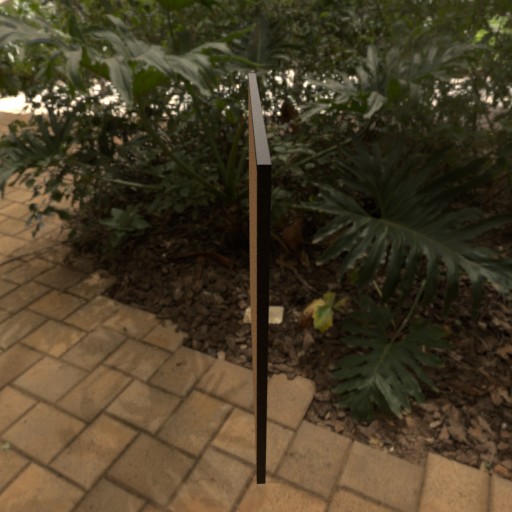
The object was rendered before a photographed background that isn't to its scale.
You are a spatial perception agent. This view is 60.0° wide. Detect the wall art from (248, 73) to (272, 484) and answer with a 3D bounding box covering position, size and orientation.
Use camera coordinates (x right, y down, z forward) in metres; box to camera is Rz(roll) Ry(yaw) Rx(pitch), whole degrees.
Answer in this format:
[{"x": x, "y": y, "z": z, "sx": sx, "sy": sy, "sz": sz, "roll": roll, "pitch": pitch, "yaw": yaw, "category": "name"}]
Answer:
[{"x": 0.000, "y": 0.000, "z": 0.687, "sx": 0.012, "sy": 0.458, "sz": 0.457, "roll": -1, "pitch": 31, "yaw": -2, "category": "wall art"}]
